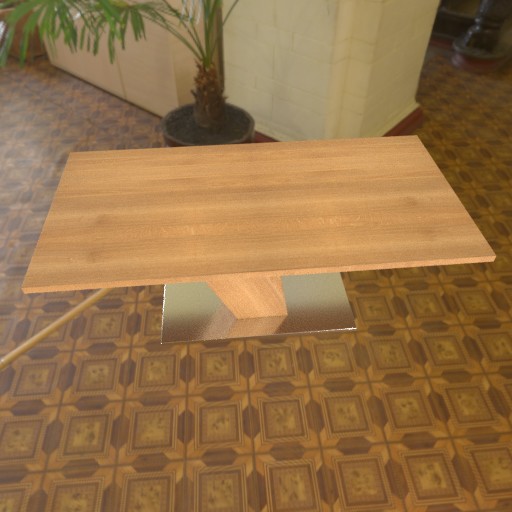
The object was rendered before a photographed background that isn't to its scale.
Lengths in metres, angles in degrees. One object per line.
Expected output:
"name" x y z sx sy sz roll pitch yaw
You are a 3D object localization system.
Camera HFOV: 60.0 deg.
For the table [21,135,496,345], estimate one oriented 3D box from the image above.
"table" 0.000 0.000 2.251 1.800 0.750 0.900 -4 46 -4
